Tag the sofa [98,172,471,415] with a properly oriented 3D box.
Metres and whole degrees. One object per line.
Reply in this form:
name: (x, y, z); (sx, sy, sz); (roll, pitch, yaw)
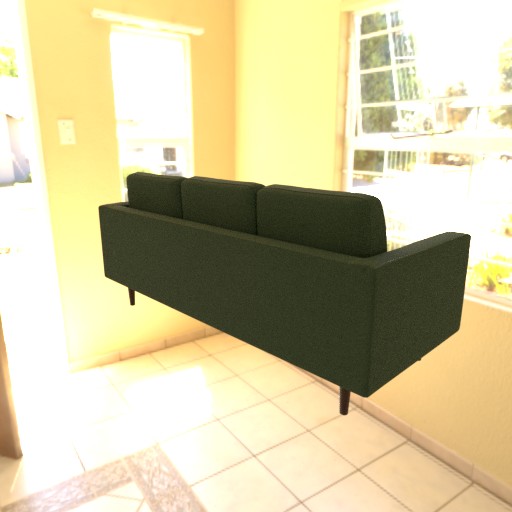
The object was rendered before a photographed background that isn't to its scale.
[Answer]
sofa: (0.000, 0.000, 2.519); (0.879, 0.899, 2.029); (-14, 21, -43)
